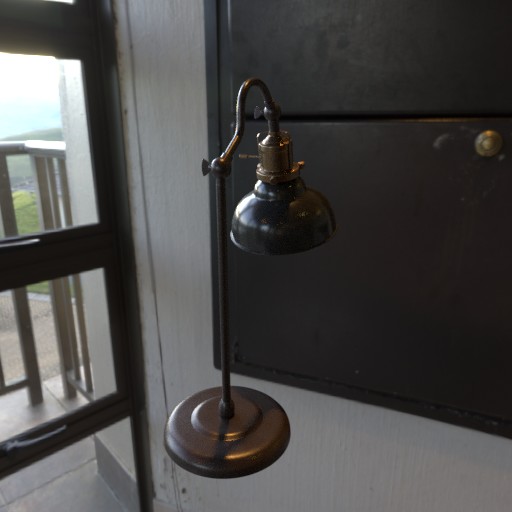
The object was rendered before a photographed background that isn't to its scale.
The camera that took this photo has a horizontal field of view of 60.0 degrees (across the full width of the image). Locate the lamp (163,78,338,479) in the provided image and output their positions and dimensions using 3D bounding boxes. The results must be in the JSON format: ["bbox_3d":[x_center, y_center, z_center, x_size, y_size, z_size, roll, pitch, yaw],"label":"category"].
[{"bbox_3d":[0.000,0.000,0.679,0.192,0.508,0.374,9,19,27],"label":"lamp"}]
